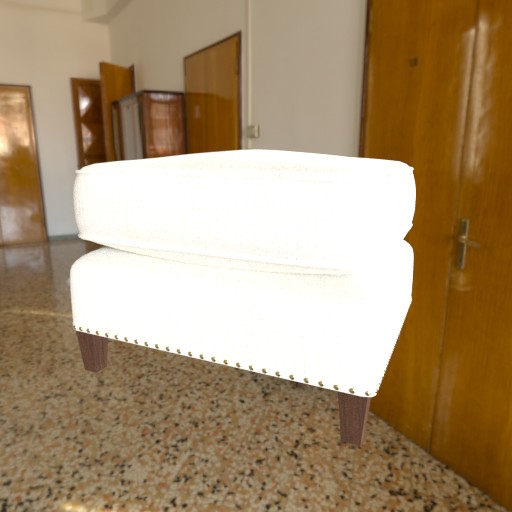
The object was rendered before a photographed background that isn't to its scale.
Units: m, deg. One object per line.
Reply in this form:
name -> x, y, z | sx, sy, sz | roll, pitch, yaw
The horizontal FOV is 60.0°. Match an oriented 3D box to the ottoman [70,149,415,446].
ottoman -> 0.000, 0.000, 1.148 | 0.738, 0.537, 0.589 | 6, 15, 24
